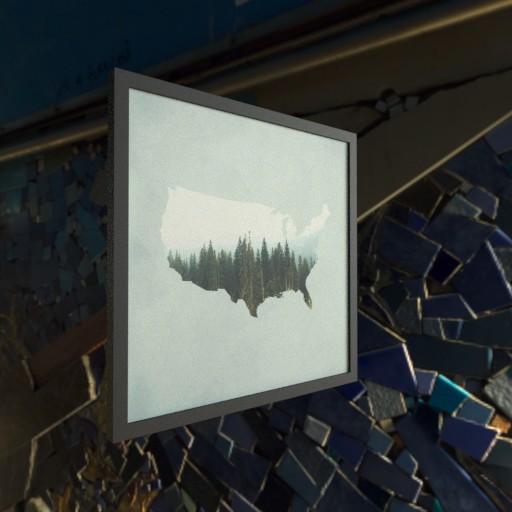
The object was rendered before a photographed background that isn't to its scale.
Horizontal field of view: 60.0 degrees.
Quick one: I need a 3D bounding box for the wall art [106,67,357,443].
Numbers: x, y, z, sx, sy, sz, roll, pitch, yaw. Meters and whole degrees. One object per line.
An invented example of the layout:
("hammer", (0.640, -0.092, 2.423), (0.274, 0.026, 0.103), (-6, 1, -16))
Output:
("wall art", (0.000, 0.000, 1.148), (0.763, 0.763, 0.038), (1, -1, -38))
